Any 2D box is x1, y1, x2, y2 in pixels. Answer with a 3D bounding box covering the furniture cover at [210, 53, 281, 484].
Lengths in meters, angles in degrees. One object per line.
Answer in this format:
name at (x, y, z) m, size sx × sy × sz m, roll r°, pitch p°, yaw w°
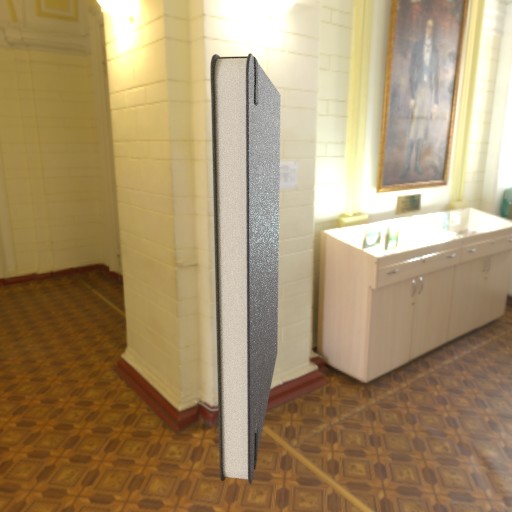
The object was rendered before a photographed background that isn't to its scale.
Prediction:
furniture cover at (0.000, 0.000, 0.374) m, size 0.023 × 0.281 × 0.216 m, roll 2°, pitch 14°, yaw 7°
